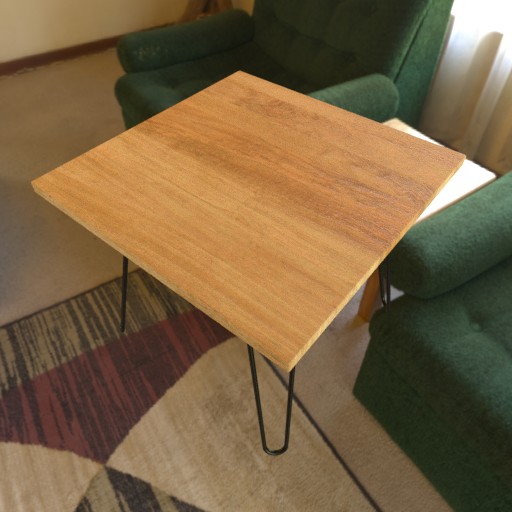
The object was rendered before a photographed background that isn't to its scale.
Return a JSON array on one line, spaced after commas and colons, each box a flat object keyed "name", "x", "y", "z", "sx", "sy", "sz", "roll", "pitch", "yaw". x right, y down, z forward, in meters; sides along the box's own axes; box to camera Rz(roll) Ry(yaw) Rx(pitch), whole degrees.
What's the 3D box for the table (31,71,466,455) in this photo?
[{"name": "table", "x": 0.000, "y": 0.000, "z": 1.038, "sx": 0.599, "sy": 0.500, "sz": 0.599, "roll": 31, "pitch": 54, "yaw": 25}]
